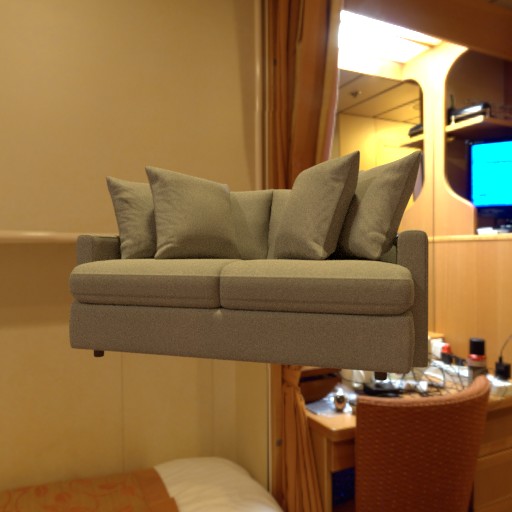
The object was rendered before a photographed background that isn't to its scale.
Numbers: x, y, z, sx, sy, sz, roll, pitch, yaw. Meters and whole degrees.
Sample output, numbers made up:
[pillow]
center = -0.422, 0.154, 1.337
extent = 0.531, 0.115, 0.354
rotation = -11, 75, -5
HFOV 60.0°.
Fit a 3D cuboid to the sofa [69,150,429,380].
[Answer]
[sofa]
center = 0.000, 0.000, 2.653
extent = 1.869, 1.080, 1.228
rotation = 0, 1, 17
